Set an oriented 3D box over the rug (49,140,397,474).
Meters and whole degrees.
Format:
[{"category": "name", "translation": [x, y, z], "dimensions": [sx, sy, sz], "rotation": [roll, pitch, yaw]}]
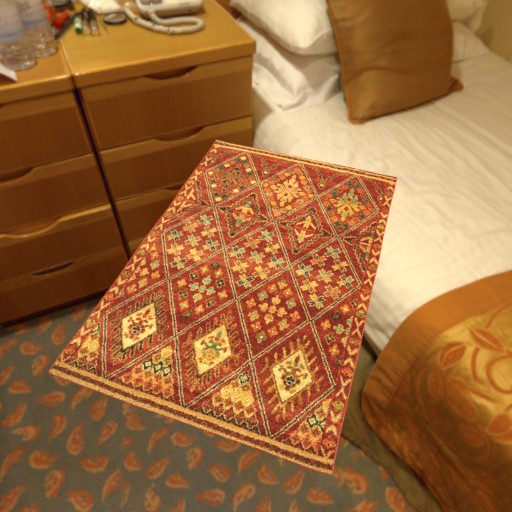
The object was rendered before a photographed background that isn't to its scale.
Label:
[{"category": "rug", "translation": [0.000, 0.000, 2.876], "dimensions": [1.521, 0.026, 2.286], "rotation": [15, 50, 13]}]
